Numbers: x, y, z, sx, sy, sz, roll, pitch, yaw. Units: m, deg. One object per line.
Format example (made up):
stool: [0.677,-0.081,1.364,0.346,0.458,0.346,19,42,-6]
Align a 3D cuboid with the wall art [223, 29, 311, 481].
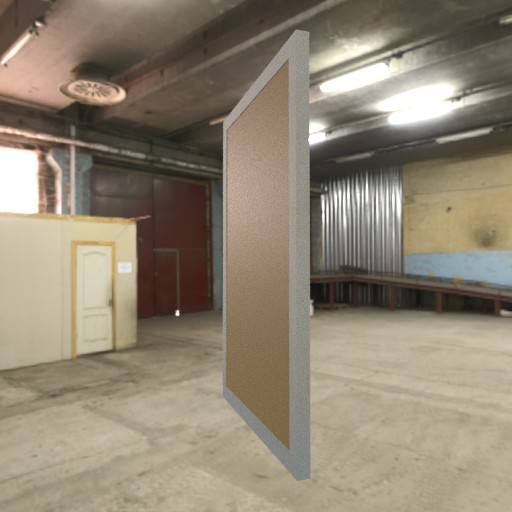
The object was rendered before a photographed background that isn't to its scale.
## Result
wall art: [0.000,0.000,1.490,0.038,1.143,0.764,0,-2,-18]
